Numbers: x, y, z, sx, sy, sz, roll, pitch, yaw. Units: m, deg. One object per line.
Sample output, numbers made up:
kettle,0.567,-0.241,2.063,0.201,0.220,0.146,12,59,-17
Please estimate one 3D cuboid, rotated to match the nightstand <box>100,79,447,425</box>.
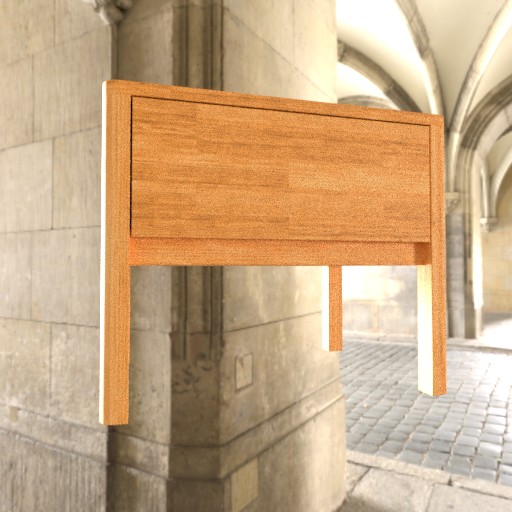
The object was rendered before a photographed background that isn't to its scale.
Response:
nightstand,0.000,0.000,0.884,0.560,0.470,0.440,0,-2,-16
